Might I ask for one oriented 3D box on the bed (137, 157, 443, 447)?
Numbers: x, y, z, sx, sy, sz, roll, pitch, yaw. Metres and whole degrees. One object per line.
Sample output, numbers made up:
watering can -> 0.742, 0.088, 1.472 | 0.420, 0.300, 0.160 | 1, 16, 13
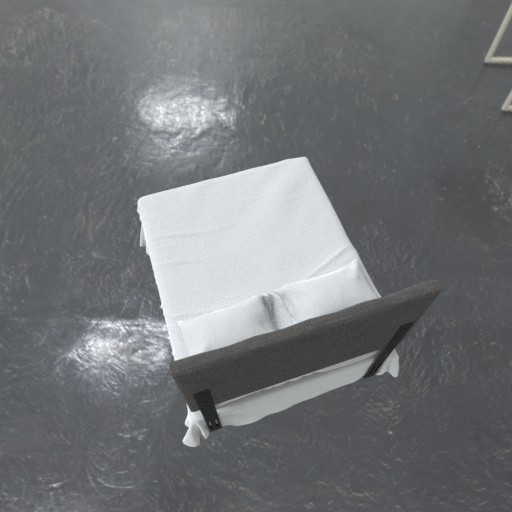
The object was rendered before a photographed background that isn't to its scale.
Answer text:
bed -> 0.000, 0.000, 3.611 | 1.936, 1.577, 2.222 | -16, 60, -10
